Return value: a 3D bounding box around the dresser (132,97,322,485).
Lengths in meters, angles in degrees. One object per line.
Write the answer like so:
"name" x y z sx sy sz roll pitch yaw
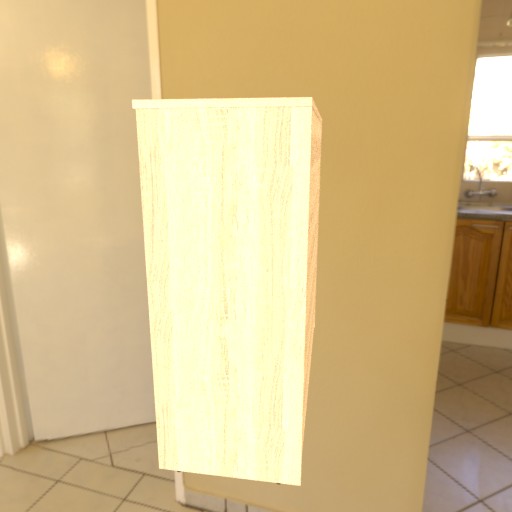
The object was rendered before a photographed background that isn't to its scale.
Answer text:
"dresser" 0.000 0.000 1.462 0.380 0.900 0.980 2 15 9
